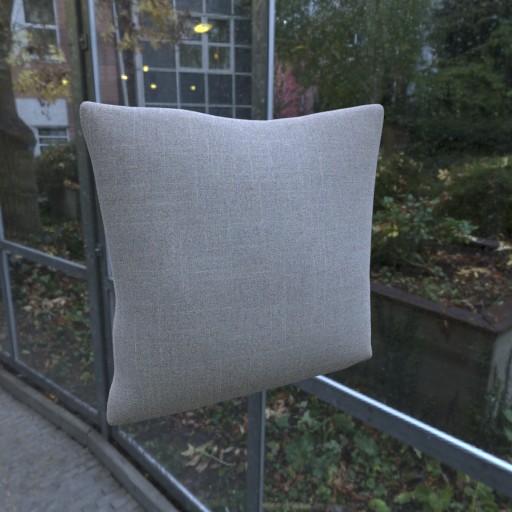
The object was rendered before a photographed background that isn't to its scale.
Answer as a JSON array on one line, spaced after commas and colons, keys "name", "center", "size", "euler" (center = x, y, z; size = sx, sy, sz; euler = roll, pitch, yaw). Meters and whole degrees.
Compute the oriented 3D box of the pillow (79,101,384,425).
[{"name": "pillow", "center": [0.000, 0.000, 0.831], "size": [0.578, 0.558, 0.192], "euler": [-7, 16, -24]}]
